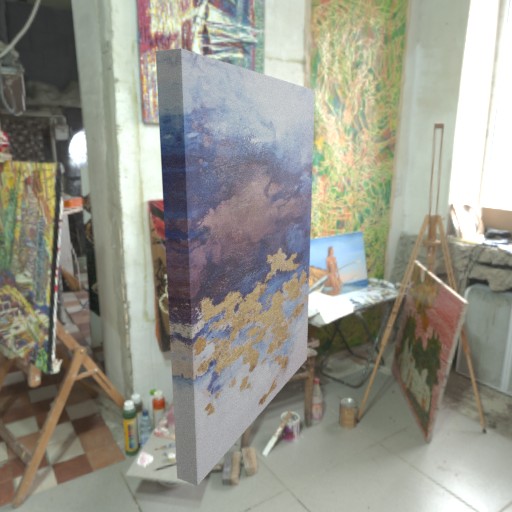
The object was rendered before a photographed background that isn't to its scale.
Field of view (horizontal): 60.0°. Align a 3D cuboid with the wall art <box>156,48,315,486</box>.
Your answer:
[{"bbox_3d":[0.000,0.000,0.762,0.036,0.581,0.437,7,16,26],"label":"wall art"}]
